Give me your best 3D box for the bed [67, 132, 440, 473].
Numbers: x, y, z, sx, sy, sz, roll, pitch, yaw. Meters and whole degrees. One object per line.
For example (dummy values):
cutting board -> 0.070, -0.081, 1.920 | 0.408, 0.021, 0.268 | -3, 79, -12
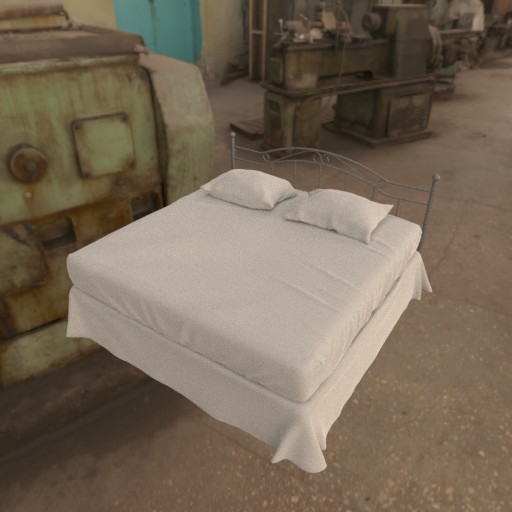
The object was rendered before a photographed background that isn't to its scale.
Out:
bed -> 0.000, 0.000, 3.429 | 2.309, 1.080, 2.220 | 20, 37, 29
